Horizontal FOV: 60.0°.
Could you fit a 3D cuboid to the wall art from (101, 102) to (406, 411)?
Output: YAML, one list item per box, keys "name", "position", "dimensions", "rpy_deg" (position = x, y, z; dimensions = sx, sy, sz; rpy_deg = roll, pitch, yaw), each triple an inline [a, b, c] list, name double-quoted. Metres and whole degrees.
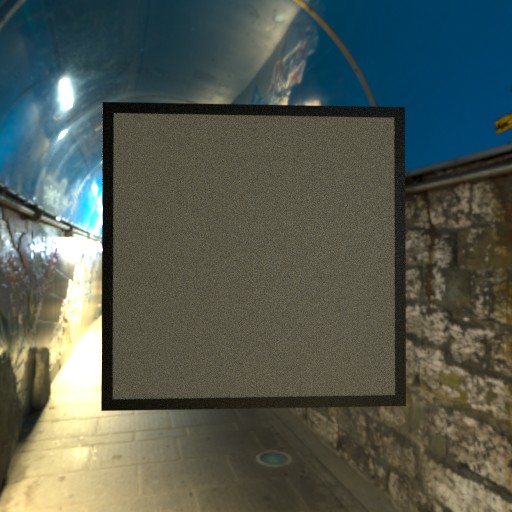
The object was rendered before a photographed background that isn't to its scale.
- name: "wall art"
  position: [0.000, 0.000, 1.188]
  dimensions: [0.807, 0.807, 0.022]
  rpy_deg: [0, -1, -3]
